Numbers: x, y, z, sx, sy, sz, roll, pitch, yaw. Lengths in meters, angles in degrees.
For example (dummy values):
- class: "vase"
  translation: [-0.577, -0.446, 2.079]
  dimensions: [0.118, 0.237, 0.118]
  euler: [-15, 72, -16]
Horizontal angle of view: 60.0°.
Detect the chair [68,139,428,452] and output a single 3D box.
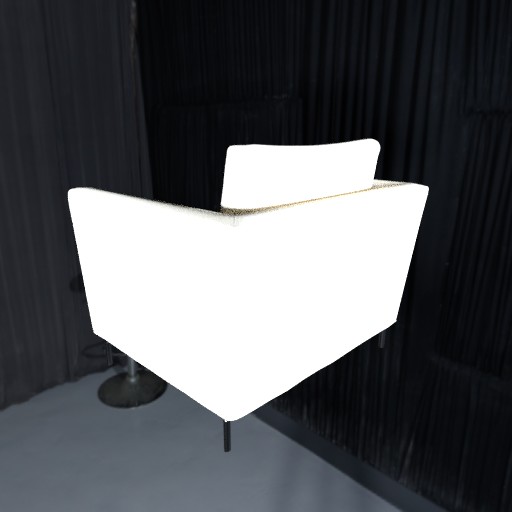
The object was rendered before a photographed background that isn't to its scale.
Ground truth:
- class: "chair"
  translation: [0.000, 0.000, 1.696]
  dimensions: [0.889, 0.865, 1.041]
  euler: [15, 22, 42]
